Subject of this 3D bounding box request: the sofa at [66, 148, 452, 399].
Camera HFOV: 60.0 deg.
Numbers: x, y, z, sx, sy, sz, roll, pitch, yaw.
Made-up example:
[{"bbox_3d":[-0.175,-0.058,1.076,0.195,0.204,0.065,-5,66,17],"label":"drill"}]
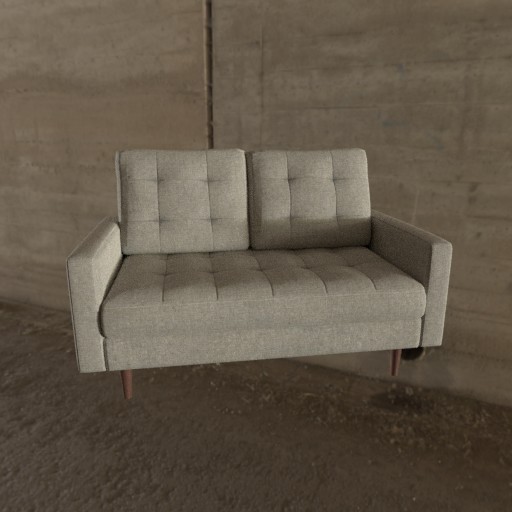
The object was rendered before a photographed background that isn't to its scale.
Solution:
[{"bbox_3d":[0.000,0.000,1.962,1.407,0.907,0.842,-2,16,-8],"label":"sofa"}]
